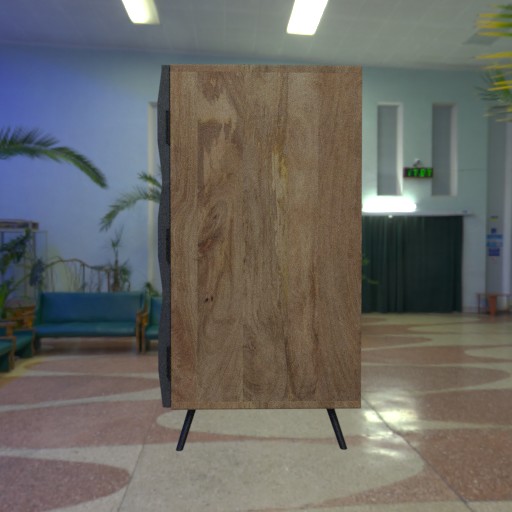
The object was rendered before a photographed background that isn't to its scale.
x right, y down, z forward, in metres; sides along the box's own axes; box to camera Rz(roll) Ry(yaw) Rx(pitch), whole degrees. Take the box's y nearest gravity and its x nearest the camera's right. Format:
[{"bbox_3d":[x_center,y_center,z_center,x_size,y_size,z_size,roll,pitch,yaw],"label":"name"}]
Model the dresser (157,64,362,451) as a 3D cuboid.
[{"bbox_3d":[0.000,0.000,1.447,0.446,0.847,0.967,0,1,-1],"label":"dresser"}]
